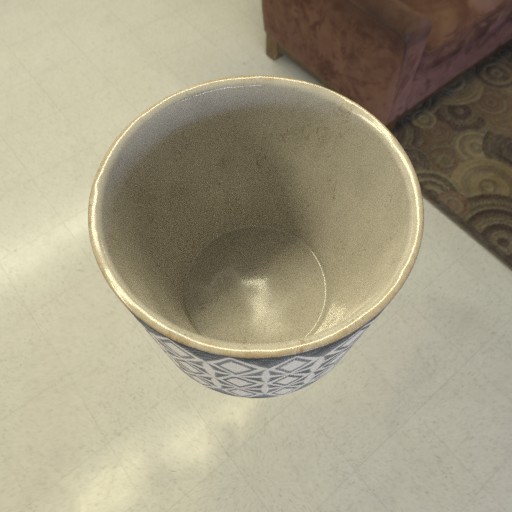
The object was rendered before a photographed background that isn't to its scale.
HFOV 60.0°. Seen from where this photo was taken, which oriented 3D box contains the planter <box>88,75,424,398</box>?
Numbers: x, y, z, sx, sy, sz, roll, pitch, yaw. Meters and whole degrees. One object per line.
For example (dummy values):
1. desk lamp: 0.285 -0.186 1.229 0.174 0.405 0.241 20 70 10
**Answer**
1. planter: 0.000 0.000 0.330 0.192 0.165 0.192 0 63 0
